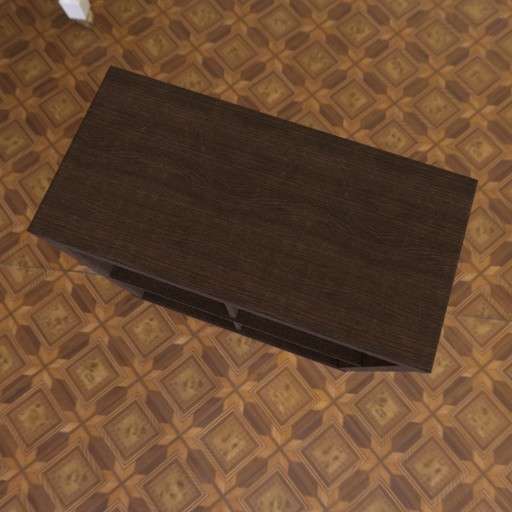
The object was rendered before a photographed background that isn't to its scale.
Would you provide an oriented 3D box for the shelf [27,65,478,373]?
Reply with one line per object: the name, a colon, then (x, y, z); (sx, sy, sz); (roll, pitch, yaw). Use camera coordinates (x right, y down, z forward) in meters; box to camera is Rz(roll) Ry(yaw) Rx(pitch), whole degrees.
shelf: (0.000, 0.000, 1.239); (0.790, 0.786, 0.390); (19, 76, 5)
